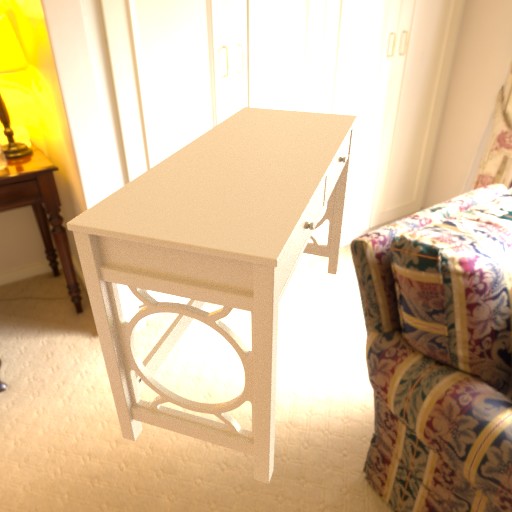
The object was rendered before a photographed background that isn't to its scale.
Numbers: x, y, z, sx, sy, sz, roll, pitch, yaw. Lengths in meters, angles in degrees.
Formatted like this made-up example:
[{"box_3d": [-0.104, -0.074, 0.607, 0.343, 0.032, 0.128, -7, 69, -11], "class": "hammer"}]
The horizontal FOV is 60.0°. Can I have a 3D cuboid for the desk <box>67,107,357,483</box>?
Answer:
[{"box_3d": [0.000, 0.000, 1.608, 0.504, 0.762, 1.191, 10, 33, 16], "class": "desk"}]
